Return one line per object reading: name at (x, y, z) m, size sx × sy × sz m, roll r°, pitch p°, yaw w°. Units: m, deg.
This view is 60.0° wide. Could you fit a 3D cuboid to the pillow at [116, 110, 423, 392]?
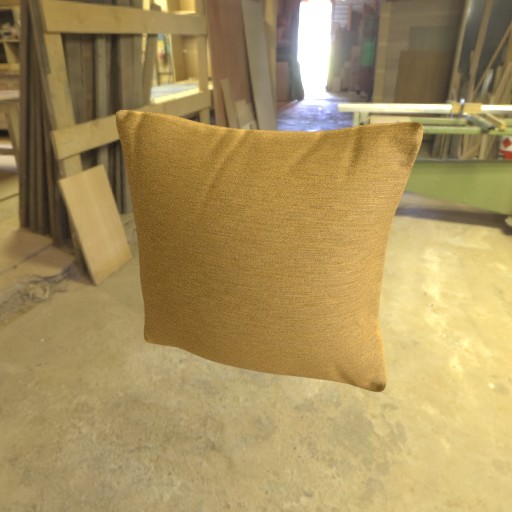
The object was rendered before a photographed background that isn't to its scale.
pillow at (0.000, 0.000, 0.681) m, size 0.435 × 0.417 × 0.247 m, roll 8°, pitch 26°, yaw 16°
